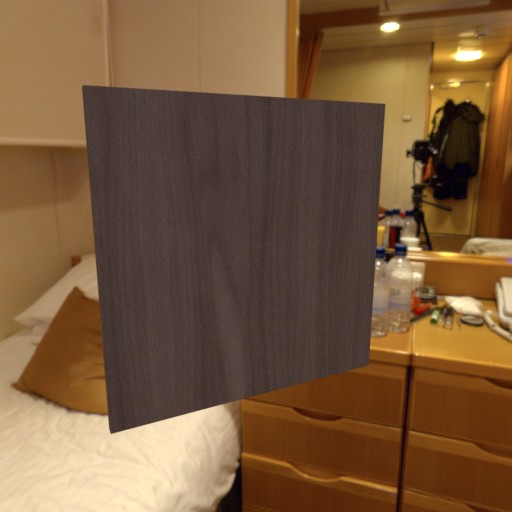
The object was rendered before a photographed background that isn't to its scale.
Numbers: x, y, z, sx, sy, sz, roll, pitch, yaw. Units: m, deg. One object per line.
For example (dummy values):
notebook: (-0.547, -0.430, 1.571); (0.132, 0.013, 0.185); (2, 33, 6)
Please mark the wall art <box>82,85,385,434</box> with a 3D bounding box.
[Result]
wall art: (0.000, 0.000, 0.743); (0.508, 0.507, 0.016); (-6, 15, -26)
